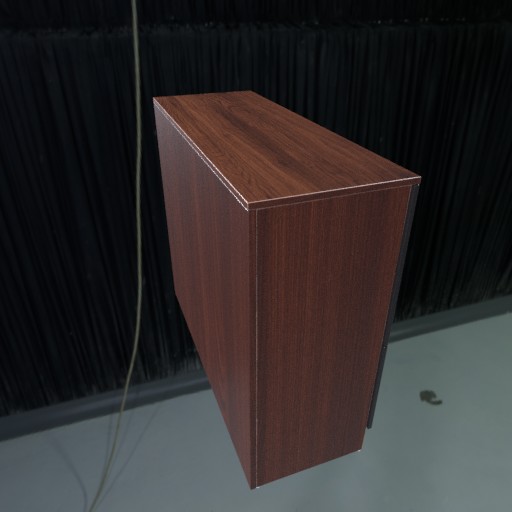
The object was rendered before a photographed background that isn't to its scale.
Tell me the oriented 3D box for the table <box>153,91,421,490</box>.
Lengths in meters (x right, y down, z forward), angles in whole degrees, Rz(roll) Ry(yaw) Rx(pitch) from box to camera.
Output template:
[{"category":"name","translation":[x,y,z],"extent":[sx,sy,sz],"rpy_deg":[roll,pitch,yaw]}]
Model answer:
[{"category":"table","translation":[0.000,0.000,1.355],"extent":[0.380,0.790,0.930],"rpy_deg":[-11,32,-18]}]
